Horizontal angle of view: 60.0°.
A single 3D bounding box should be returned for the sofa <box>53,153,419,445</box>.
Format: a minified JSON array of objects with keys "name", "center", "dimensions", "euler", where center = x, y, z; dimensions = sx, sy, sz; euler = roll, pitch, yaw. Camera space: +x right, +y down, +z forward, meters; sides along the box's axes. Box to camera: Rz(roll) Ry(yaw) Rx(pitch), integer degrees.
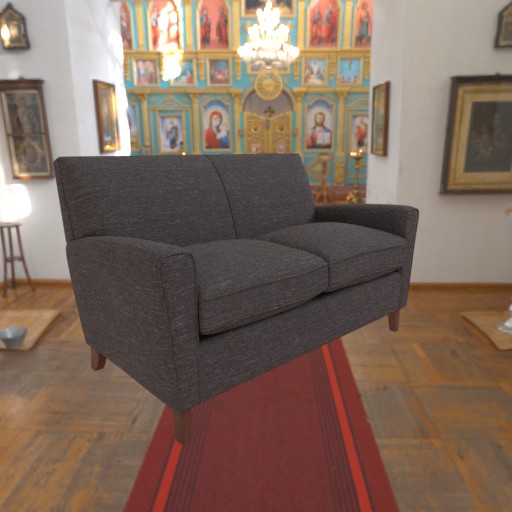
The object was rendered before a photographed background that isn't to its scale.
[{"name":"sofa","center":[0.000,0.000,2.050],"dimensions":[1.509,0.905,0.867],"euler":[-13,19,-42]}]
